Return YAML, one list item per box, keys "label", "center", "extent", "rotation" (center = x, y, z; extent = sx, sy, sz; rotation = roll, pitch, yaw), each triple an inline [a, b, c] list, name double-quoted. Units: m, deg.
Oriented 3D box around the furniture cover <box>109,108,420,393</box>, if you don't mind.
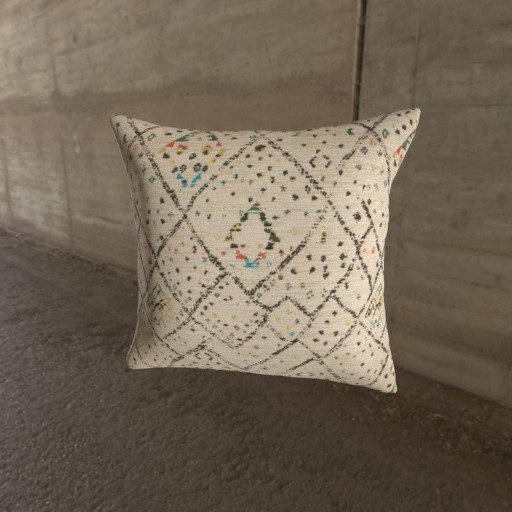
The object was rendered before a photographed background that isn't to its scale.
- label: "furniture cover"
  center: [0.000, 0.000, 0.793]
  extent: [0.525, 0.498, 0.180]
  rotation: [2, 16, 9]
